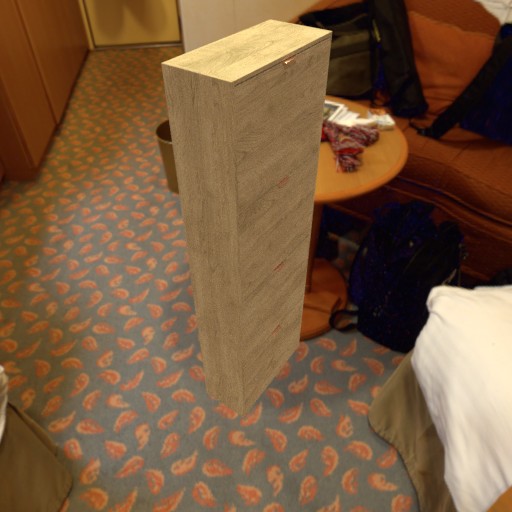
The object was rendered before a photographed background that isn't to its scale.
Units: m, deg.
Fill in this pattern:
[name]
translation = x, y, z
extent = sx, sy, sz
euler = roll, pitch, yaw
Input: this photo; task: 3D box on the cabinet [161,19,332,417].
[cabinet]
translation = 0.000, 0.000, 1.825
extent = 0.250, 1.630, 0.520
euler = 25, 48, 25
